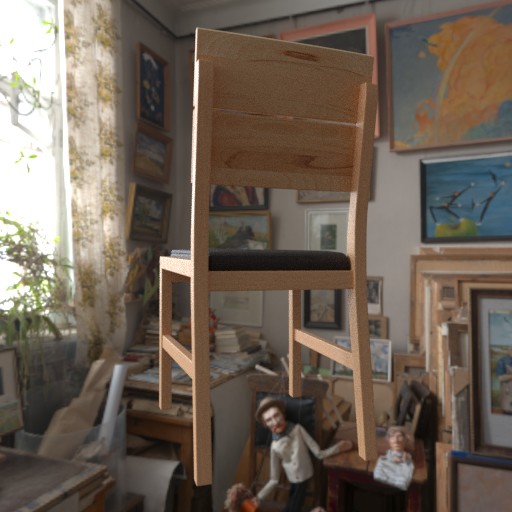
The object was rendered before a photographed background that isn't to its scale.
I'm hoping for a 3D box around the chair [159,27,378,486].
[{"bbox_3d":[0.000,0.000,1.231,0.475,0.950,0.560,0,-1,-17],"label":"chair"}]
